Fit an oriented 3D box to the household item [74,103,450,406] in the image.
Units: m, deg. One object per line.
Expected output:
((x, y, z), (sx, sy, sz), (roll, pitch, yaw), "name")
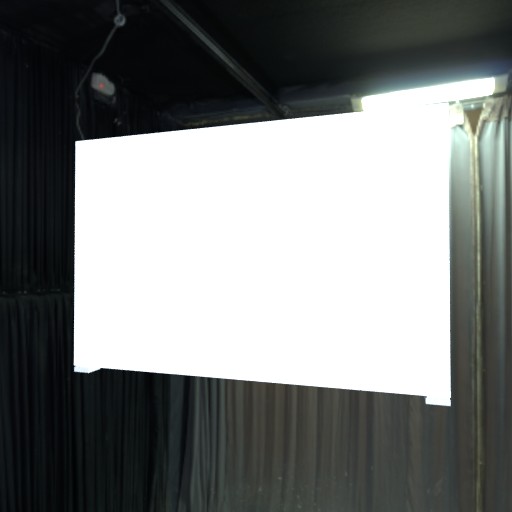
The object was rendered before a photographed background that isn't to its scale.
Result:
((0.000, 0.000, 1.668), (1.300, 0.867, 0.420), (0, -1, 18), "household item")
